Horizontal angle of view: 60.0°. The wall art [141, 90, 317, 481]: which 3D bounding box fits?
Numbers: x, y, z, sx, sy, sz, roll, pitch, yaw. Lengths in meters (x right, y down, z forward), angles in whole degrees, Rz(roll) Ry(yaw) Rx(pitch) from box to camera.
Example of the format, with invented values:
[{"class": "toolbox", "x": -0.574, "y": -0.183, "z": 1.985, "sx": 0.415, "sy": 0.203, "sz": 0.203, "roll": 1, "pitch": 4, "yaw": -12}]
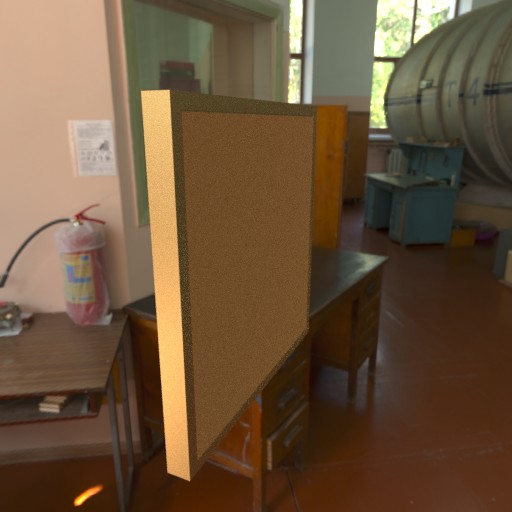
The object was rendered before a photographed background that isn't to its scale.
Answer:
[{"class": "wall art", "x": 0.000, "y": 0.000, "z": 1.941, "sx": 0.095, "sy": 1.284, "sz": 1.284, "roll": 8, "pitch": 18, "yaw": 24}]
